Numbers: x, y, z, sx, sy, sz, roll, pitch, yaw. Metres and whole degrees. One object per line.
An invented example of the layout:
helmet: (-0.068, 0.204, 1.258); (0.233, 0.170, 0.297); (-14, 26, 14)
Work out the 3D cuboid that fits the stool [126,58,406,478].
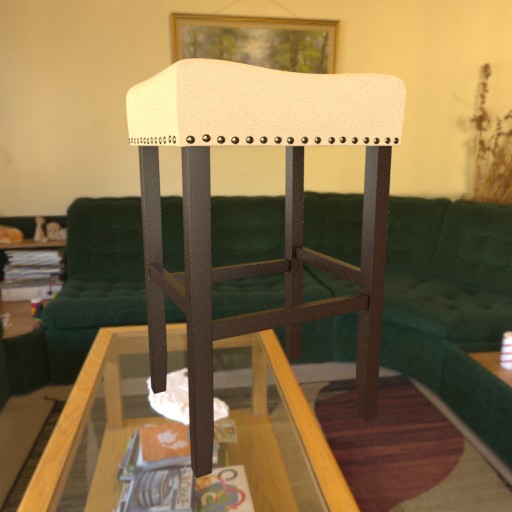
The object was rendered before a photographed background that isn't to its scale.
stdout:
stool: (0.000, 0.000, 1.022); (0.471, 0.762, 0.401); (-7, 16, -26)
